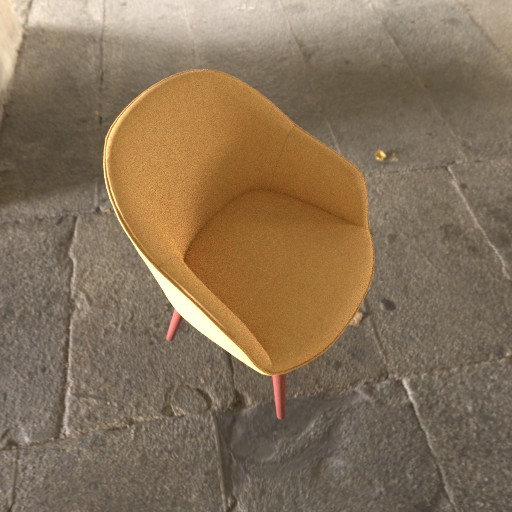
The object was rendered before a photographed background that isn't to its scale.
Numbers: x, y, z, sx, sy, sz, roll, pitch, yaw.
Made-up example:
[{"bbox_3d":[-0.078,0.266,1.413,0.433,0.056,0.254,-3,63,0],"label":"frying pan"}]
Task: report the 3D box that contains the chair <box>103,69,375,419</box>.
[{"bbox_3d":[0.000,0.000,1.256,0.635,0.823,0.596,30,62,18],"label":"chair"}]
